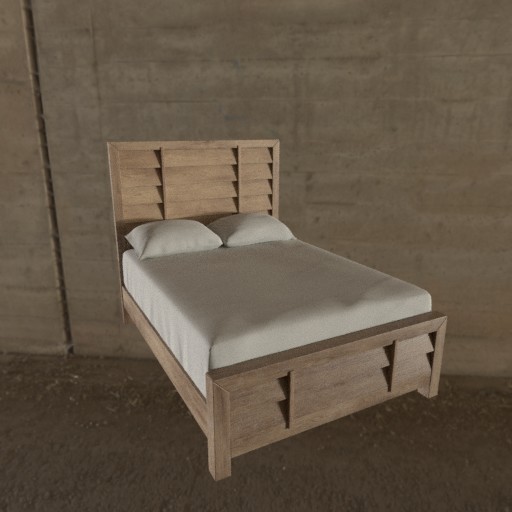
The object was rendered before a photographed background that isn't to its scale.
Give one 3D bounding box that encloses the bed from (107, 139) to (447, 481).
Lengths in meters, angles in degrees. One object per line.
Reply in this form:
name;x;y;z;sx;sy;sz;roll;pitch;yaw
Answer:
bed;0.000;0.000;3.328;1.626;1.626;2.197;-8;18;-27
